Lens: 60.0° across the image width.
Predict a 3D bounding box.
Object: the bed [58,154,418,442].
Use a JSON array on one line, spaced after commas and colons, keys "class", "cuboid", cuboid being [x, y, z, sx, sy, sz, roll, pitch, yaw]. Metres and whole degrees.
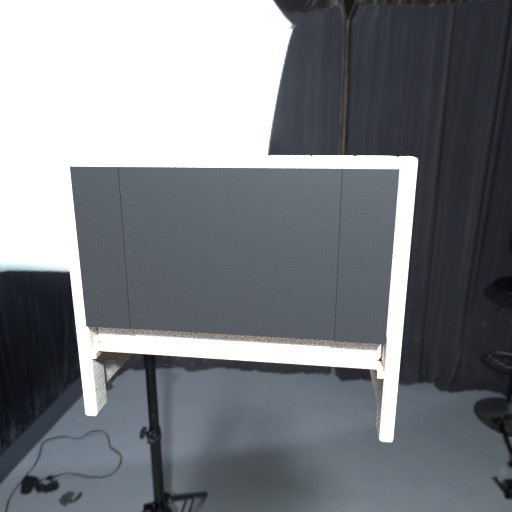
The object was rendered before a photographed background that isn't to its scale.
[{"class": "bed", "cuboid": [0.000, 0.000, 3.785, 2.045, 1.743, 2.370, 2, 15, 8]}]
